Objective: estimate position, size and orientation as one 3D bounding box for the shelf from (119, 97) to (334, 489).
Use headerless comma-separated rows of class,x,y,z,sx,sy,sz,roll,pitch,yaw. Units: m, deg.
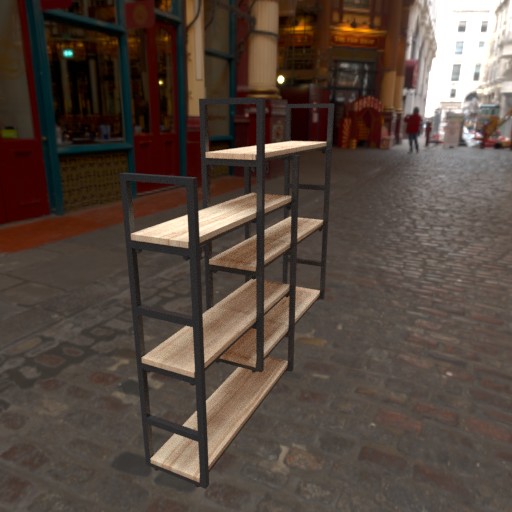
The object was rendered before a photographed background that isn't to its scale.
shelf,0.000,0.000,1.386,0.183,0.921,0.946,8,19,24
